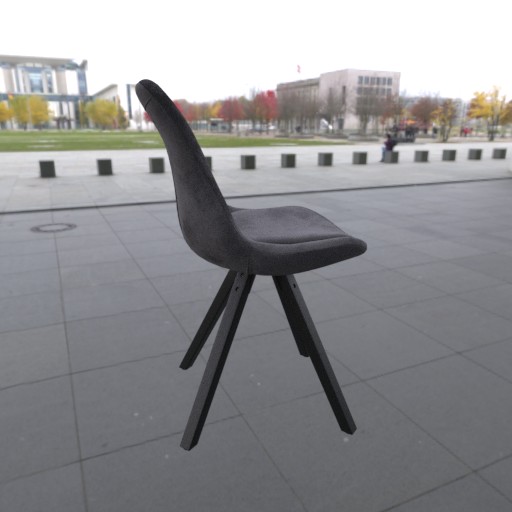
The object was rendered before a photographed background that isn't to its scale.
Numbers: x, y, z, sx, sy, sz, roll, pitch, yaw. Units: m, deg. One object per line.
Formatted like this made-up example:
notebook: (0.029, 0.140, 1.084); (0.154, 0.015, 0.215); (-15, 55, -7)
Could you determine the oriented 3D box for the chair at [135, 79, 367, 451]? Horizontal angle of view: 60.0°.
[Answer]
chair: (0.000, 0.000, 1.182); (0.550, 0.850, 0.485); (-3, 17, -9)
